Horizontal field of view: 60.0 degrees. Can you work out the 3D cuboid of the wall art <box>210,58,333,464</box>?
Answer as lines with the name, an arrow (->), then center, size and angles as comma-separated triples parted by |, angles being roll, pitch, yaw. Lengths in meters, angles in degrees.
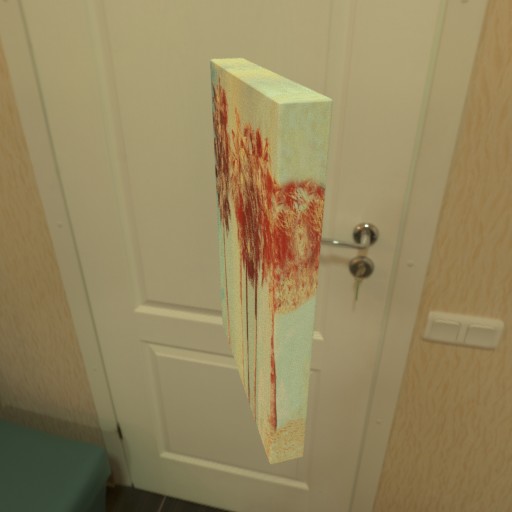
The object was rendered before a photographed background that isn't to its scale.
wall art -> 0.000, 0.000, 0.495 | 0.039, 0.380, 0.251 | -8, 31, -13
